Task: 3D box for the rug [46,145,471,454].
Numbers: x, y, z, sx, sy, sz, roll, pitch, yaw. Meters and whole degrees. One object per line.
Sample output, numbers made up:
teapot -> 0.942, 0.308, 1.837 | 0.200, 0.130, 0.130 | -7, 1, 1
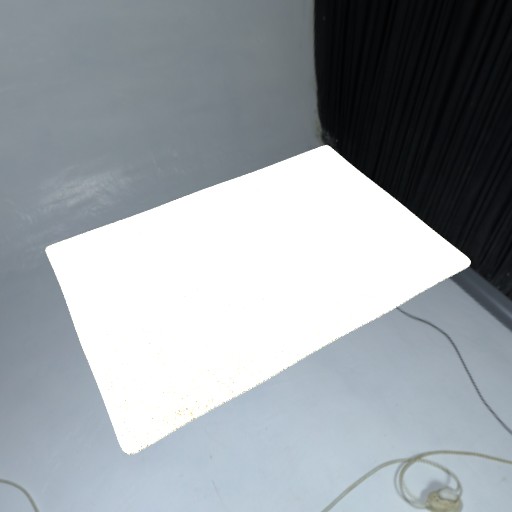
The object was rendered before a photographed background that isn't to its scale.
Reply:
rug -> 0.000, 0.000, 3.345 | 2.698, 0.025, 1.798 | -24, 52, -20
